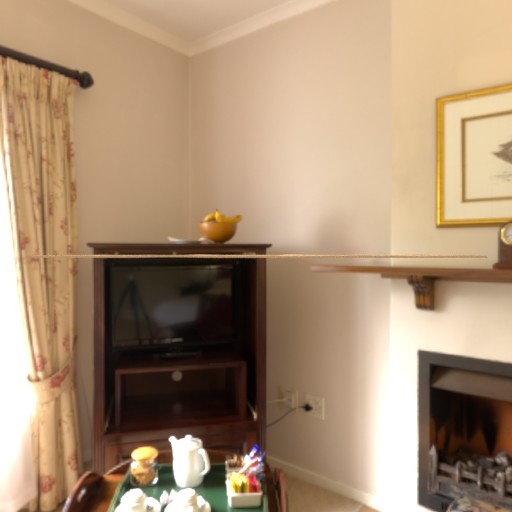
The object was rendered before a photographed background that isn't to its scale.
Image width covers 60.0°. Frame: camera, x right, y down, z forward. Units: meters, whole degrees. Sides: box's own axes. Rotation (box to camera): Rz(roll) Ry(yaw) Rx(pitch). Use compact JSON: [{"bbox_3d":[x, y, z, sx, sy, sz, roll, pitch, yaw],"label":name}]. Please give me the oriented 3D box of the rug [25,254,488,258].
[{"bbox_3d":[0.000,0.000,2.693,2.383,0.018,0.857,0,0,0],"label":"rug"}]
